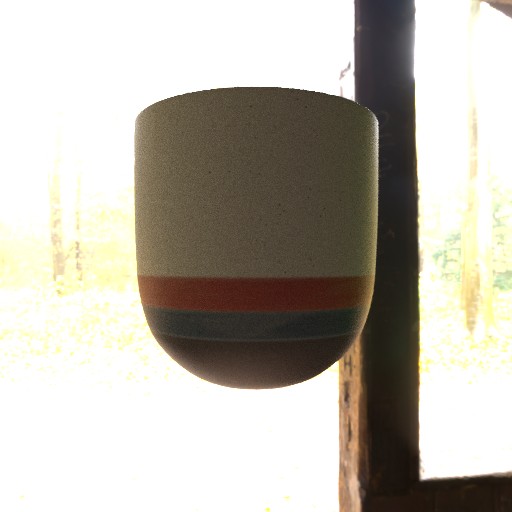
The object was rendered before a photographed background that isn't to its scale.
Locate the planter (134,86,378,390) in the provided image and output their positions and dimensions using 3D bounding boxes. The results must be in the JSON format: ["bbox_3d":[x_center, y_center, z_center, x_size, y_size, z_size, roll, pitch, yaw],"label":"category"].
[{"bbox_3d":[0.000,0.000,0.381,0.204,0.214,0.204,0,-1,0],"label":"planter"}]
